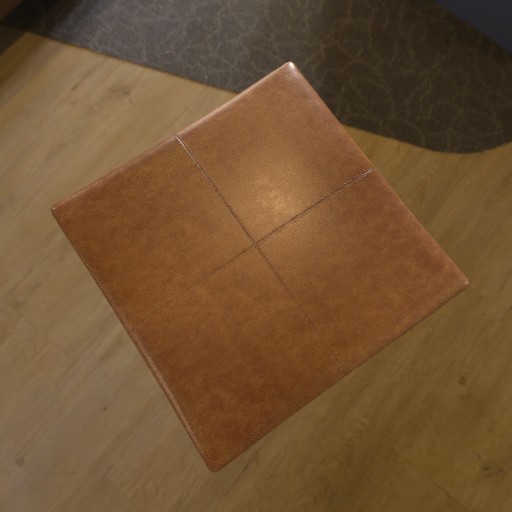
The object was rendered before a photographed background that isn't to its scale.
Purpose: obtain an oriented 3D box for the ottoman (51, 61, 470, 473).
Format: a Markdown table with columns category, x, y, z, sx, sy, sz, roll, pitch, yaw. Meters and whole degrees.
| category | x | y | z | sx | sy | sz | roll | pitch | yaw |
| --- | --- | --- | --- | --- | --- | --- | --- | --- | --- |
| ottoman | 0.000 | 0.000 | 1.852 | 1.168 | 0.483 | 1.169 | -34 | 79 | -7 |
